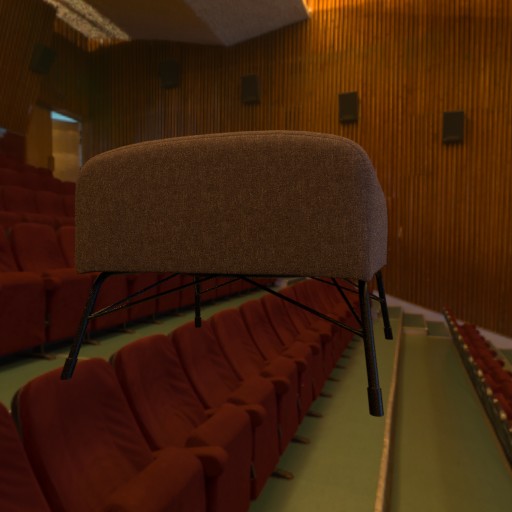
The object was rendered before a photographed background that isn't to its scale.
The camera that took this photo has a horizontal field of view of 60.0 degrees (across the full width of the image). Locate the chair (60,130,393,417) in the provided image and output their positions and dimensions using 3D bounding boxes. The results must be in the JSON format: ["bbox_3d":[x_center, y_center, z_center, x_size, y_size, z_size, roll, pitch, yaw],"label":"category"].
[{"bbox_3d":[0.000,0.000,0.911,0.530,0.410,0.530,0,1,19],"label":"chair"}]
